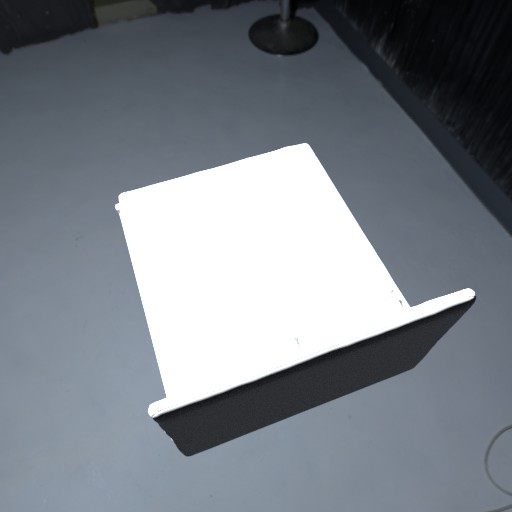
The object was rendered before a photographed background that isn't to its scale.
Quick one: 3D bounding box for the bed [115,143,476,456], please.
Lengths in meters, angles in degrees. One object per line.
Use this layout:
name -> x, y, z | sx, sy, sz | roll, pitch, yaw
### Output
bed -> 0.000, 0.000, 3.703 | 2.078, 1.427, 2.387 | -18, 60, -10
